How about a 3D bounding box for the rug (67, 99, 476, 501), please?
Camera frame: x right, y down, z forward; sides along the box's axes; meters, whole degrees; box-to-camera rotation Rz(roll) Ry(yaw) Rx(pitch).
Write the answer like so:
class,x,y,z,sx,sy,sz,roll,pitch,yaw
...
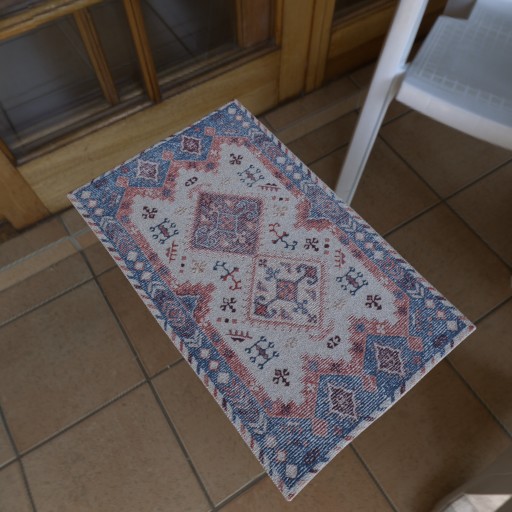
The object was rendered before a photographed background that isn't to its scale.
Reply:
class,x,y,z,sx,sy,sz,roll,pitch,yaw
rug,0.000,0.000,2.949,1.521,0.023,2.464,-35,68,-16
